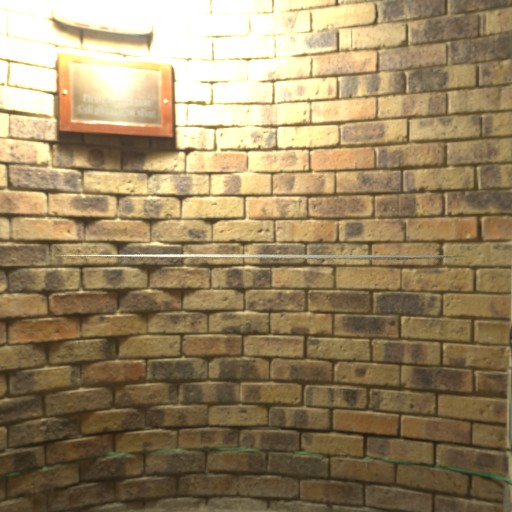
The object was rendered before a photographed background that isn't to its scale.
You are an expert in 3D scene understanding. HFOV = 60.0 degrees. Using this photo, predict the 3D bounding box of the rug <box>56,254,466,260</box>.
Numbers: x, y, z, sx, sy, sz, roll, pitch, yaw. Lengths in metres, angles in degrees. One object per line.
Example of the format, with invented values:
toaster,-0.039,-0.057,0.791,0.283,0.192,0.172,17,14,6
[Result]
rug,0.000,0.000,3.070,2.433,0.007,1.507,0,1,35
